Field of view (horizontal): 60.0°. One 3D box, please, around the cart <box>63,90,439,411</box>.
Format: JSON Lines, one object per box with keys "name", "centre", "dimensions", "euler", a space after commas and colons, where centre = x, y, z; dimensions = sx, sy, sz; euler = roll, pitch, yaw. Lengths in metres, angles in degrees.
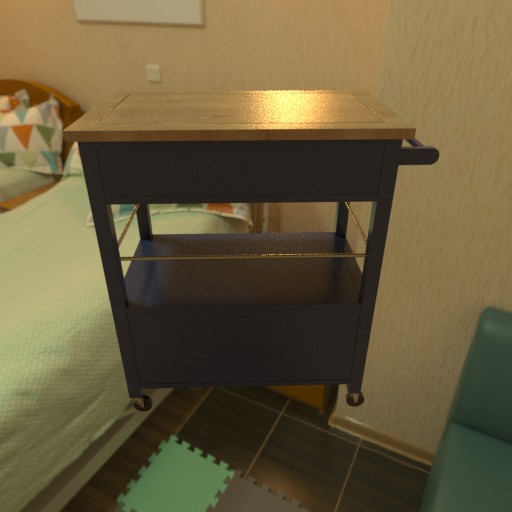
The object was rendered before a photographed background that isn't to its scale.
{"name": "cart", "centre": [0.000, 0.000, 1.382], "dimensions": [0.840, 0.901, 0.459], "euler": [-1, 30, -1]}
